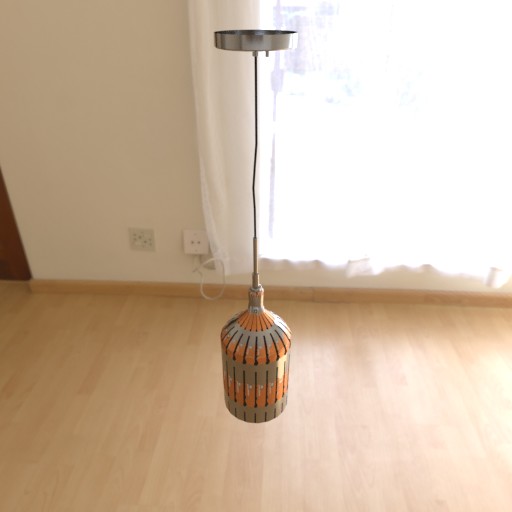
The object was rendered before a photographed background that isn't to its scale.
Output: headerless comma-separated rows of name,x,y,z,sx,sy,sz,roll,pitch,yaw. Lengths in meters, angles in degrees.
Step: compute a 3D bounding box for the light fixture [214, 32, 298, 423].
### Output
light fixture,0.000,0.000,1.699,0.303,1.535,0.303,0,30,0
